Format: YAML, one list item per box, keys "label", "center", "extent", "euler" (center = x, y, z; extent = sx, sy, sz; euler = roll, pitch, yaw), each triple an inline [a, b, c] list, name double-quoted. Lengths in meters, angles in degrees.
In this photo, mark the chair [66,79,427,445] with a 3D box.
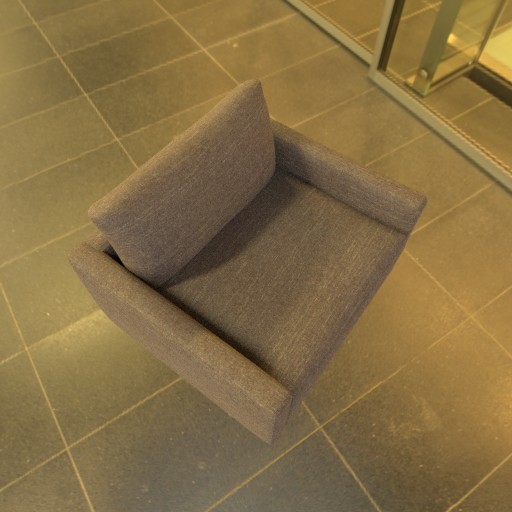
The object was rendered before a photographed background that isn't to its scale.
- label: "chair"
  center: [0.000, 0.000, 1.614]
  extent: [0.845, 0.841, 0.940]
  euler: [32, 63, 18]
